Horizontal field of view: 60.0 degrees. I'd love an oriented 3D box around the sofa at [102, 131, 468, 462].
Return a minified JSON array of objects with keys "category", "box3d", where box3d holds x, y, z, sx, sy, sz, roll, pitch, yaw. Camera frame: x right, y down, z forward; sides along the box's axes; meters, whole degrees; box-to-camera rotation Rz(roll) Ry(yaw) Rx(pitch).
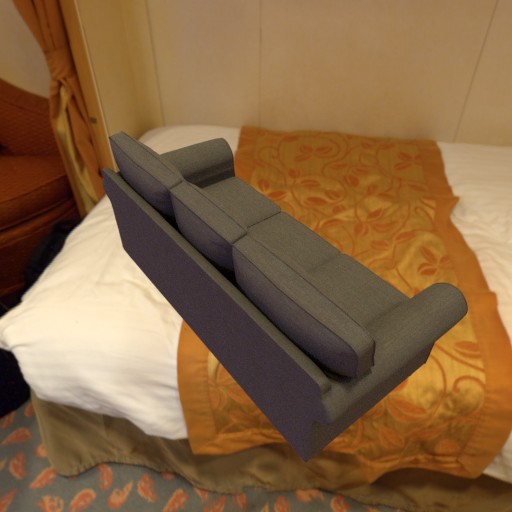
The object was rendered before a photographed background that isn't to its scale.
[{"category":"sofa","box3d":[0.000,0.000,2.540,0.909,0.966,2.084,-27,48,-27]}]
